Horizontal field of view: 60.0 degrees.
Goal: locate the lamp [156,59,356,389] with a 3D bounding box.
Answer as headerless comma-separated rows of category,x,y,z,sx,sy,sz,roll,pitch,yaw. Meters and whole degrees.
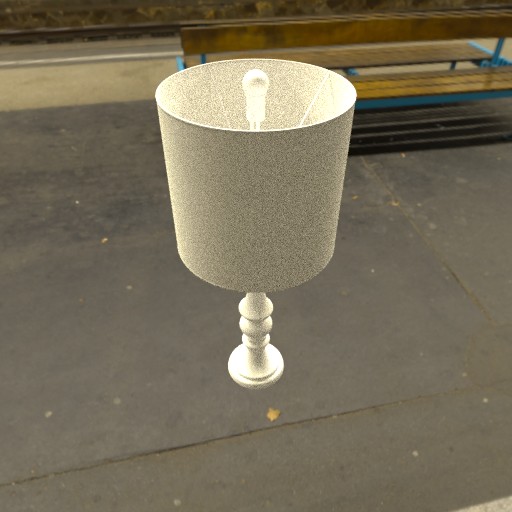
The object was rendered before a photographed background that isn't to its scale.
lamp,0.000,0.000,0.738,0.250,0.597,0.250,-24,46,-26
